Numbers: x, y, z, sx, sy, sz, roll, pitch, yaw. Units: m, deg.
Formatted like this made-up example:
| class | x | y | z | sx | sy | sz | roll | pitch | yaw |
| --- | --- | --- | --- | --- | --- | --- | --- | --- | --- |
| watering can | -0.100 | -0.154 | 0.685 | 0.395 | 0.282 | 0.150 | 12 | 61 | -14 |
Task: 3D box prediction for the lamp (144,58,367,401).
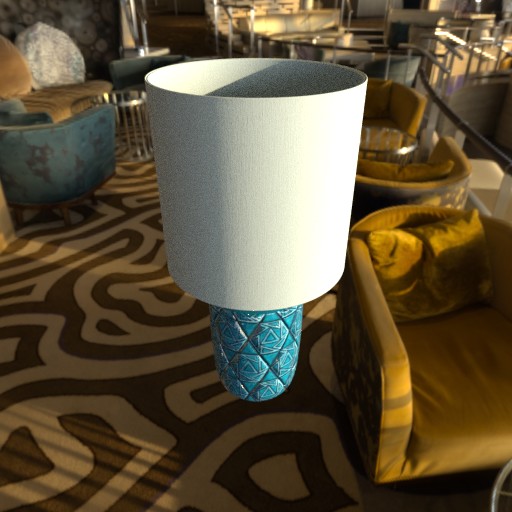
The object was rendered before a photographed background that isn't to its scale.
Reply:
| class | x | y | z | sx | sy | sz | roll | pitch | yaw |
| --- | --- | --- | --- | --- | --- | --- | --- | --- | --- |
| lamp | 0.000 | 0.000 | 0.490 | 0.193 | 0.377 | 0.193 | -9 | 33 | -15 |
